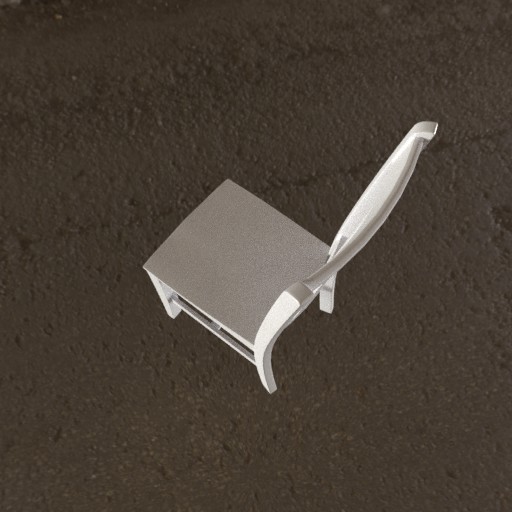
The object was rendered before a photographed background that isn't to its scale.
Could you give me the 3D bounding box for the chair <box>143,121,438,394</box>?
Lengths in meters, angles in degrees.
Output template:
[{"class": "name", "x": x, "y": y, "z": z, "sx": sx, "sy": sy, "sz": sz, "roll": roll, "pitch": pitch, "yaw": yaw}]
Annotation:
[{"class": "chair", "x": 0.000, "y": 0.000, "z": 1.255, "sx": 0.555, "sy": 0.998, "sz": 0.450, "roll": 34, "pitch": 68, "yaw": 16}]
